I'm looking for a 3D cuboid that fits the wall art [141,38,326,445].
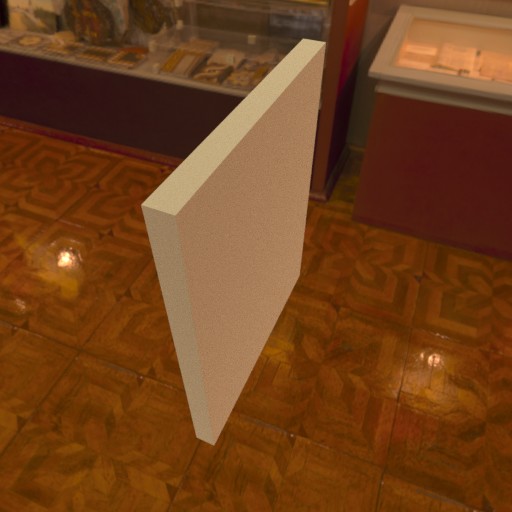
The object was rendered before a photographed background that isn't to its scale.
[{"bbox_3d":[0.000,0.000,0.756,0.039,0.553,0.451,18,49,16],"label":"wall art"}]
